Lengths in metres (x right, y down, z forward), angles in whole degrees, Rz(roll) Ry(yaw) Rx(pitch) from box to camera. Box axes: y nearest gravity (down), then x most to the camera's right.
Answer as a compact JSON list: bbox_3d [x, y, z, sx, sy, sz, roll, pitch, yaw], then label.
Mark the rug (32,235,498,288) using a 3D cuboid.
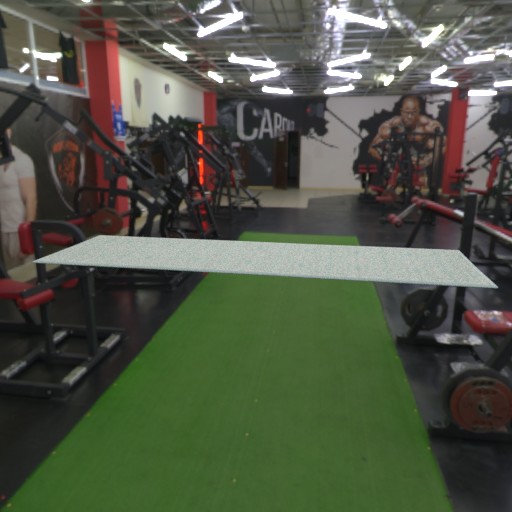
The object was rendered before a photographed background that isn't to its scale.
[{"bbox_3d":[0.000,0.000,2.371,2.196,0.011,0.662,3,15,10],"label":"rug"}]
